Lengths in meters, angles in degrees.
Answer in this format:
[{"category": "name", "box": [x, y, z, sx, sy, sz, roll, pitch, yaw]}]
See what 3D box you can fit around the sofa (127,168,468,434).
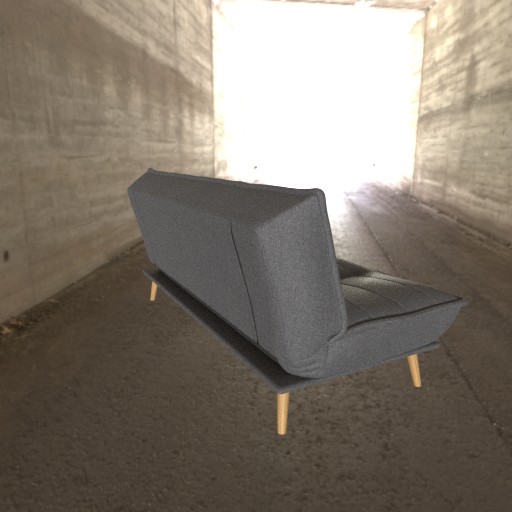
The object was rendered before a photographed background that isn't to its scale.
[{"category": "sofa", "box": [0.000, 0.000, 2.404, 0.950, 0.890, 1.940, -7, 15, -28]}]
